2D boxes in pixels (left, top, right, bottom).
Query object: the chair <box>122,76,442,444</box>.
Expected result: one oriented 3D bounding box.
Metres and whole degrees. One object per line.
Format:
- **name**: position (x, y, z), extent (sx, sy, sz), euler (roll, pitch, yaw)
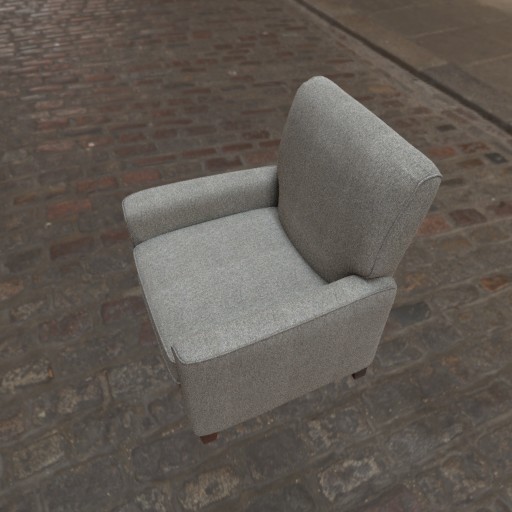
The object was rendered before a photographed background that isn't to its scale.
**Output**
- **chair**: position (0.000, 0.000, 1.652), extent (0.858, 1.028, 0.841), euler (-18, 48, -16)
